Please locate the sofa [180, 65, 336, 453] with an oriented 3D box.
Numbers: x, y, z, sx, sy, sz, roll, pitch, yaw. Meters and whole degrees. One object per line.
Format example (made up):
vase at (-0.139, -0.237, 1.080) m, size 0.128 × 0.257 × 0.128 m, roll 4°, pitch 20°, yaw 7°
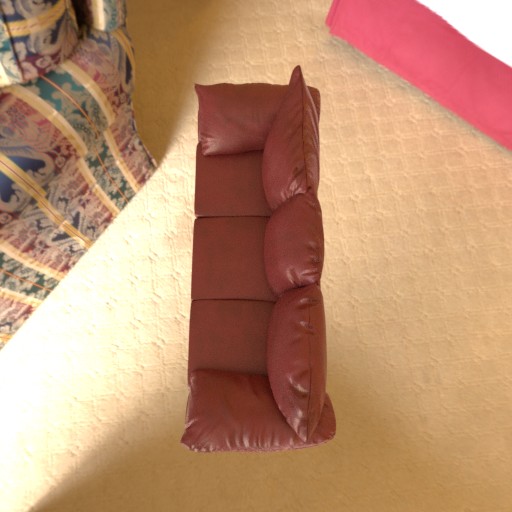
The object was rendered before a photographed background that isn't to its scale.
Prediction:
sofa at (0.000, 0.000, 2.949) m, size 0.907 × 1.091 × 2.390 m, roll 0°, pitch 76°, yaw 0°
